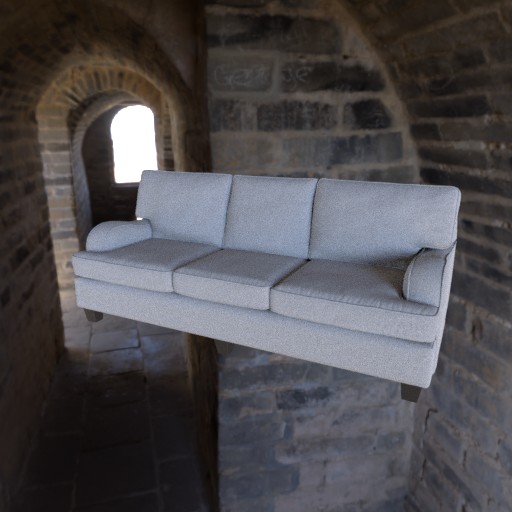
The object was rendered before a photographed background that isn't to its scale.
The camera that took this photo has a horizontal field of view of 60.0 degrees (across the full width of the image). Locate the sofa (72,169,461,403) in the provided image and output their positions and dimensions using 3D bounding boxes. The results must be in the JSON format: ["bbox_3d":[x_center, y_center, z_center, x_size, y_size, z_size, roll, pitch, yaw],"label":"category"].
[{"bbox_3d":[0.000,0.000,2.874,2.323,0.997,1.016,8,17,26],"label":"sofa"}]
